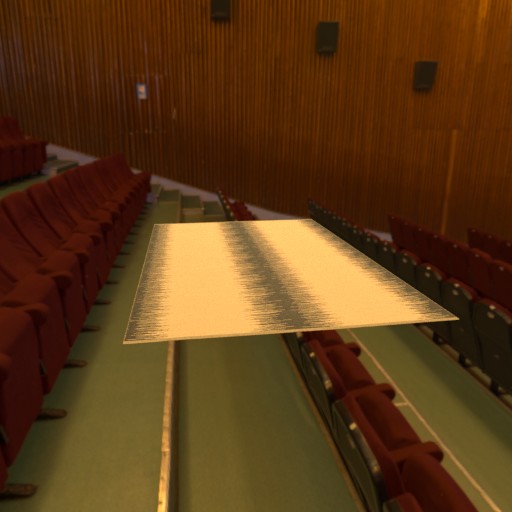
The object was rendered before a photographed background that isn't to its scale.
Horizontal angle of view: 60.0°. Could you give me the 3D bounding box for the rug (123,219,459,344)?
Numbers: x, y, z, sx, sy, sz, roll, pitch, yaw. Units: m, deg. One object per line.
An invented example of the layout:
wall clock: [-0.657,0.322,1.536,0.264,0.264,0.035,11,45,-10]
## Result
rug: [0.000,0.000,3.104,1.519,0.003,2.453,-3,16,-9]
